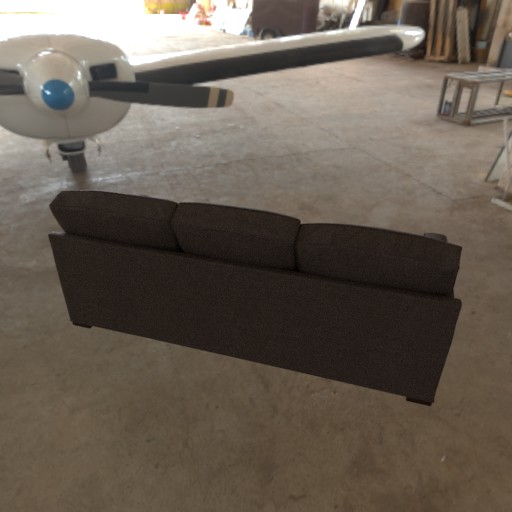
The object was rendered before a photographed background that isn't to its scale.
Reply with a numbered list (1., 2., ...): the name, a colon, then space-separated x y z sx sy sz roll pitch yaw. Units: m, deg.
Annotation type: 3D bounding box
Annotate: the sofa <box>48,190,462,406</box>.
1. sofa: 0.000 0.000 2.905 2.369 0.978 1.004 9 32 15
